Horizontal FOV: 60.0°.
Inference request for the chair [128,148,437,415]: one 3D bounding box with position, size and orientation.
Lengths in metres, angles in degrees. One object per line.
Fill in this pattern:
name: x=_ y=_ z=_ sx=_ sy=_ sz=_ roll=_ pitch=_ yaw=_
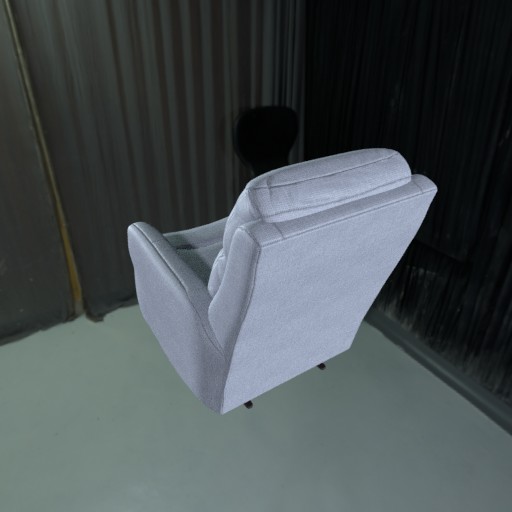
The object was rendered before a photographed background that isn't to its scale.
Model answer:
chair: x=0.000 y=0.000 z=1.816 sx=0.829 sy=1.030 sz=1.080 roll=-19 pitch=35 yaw=-28
